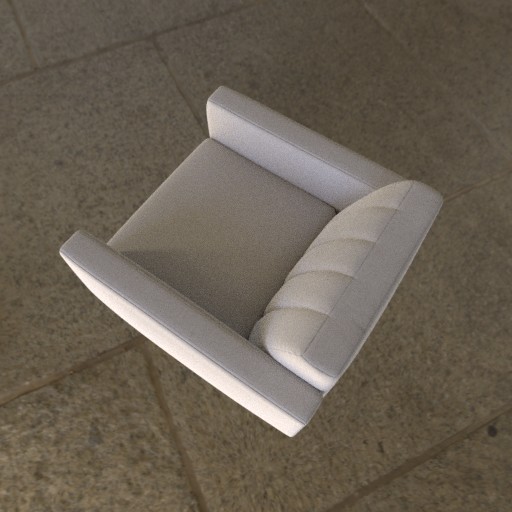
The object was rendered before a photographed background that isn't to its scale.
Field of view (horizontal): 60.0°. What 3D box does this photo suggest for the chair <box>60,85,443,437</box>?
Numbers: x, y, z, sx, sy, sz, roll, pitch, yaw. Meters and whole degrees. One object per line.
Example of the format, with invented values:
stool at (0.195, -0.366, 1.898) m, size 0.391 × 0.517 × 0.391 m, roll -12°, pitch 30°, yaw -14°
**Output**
chair at (0.000, 0.000, 1.701) m, size 0.998 × 0.819 × 0.953 m, roll 32°, pitch 68°, yaw 14°
